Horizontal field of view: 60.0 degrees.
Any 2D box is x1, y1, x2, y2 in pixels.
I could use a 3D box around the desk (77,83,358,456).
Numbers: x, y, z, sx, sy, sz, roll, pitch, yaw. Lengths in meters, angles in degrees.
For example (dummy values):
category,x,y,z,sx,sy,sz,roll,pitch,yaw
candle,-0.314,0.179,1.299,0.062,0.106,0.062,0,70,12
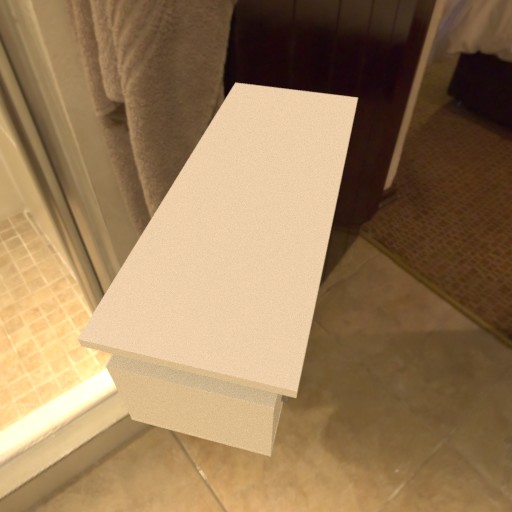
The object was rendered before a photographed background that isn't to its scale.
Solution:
category,x,y,z,sx,sy,sz,roll,pitch,yaw
desk,0.000,0.000,1.930,0.603,0.773,1.530,11,48,10
